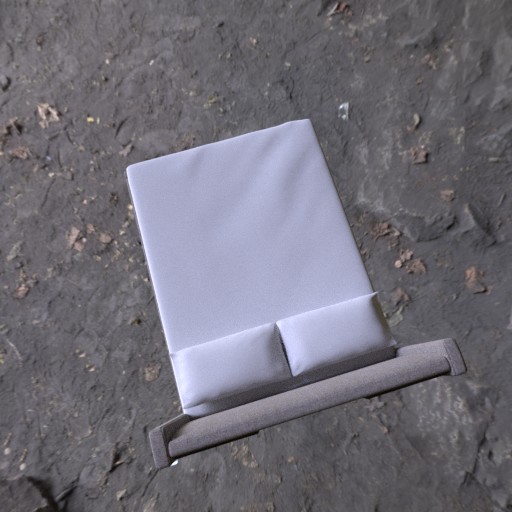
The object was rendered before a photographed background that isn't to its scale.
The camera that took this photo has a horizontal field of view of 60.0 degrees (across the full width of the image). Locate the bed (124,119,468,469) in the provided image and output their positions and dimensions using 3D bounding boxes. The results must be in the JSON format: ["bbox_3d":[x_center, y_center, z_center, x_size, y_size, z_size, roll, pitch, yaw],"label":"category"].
[{"bbox_3d":[0.000,0.000,3.277,1.714,1.476,2.245,-16,76,-4],"label":"bed"}]
